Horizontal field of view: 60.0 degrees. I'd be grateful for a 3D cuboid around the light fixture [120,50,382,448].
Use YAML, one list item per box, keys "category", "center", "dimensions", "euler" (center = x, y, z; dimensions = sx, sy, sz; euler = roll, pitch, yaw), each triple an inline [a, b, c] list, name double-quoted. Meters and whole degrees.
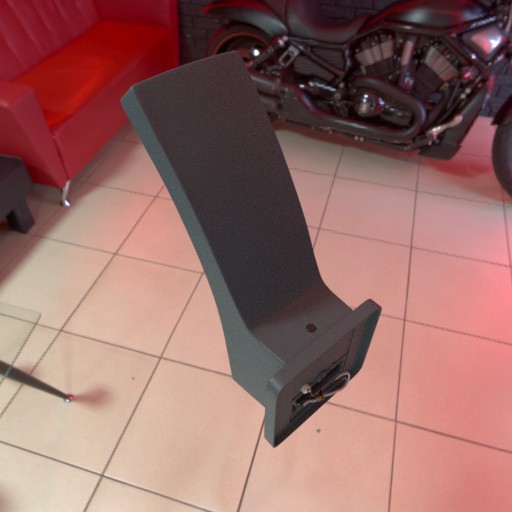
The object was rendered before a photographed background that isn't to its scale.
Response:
- category: "light fixture"
  center: [0.000, 0.000, 0.330]
  dimensions: [0.108, 0.243, 0.174]
  euler: [-32, 54, -27]
